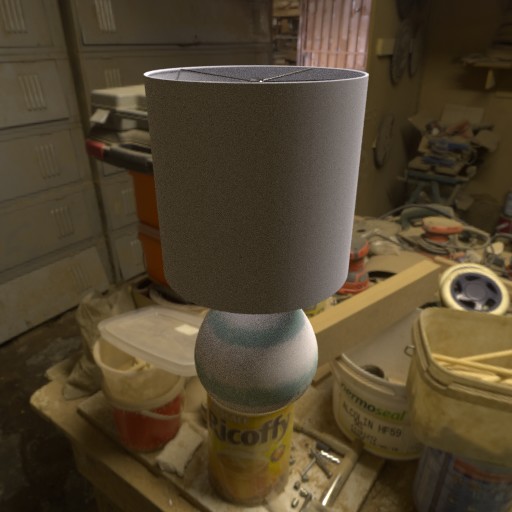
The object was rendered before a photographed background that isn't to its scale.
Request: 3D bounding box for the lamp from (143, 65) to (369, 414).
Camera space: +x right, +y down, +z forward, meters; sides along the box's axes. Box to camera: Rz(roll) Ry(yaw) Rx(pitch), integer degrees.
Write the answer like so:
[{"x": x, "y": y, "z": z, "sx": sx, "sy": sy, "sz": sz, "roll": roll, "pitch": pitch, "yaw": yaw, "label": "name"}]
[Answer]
[{"x": 0.000, "y": 0.000, "z": 0.526, "sx": 0.217, "sy": 0.404, "sz": 0.217, "roll": 19, "pitch": 32, "yaw": 33, "label": "lamp"}]
